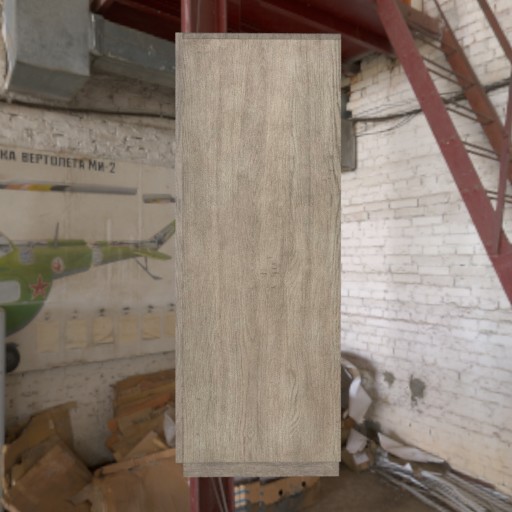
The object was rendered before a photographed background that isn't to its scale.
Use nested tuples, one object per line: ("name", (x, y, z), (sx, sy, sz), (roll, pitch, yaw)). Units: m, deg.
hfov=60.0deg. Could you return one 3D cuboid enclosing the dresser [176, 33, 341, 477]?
("dresser", (0.000, 0.000, 1.770), (0.483, 1.295, 0.967), (0, 0, -1))
